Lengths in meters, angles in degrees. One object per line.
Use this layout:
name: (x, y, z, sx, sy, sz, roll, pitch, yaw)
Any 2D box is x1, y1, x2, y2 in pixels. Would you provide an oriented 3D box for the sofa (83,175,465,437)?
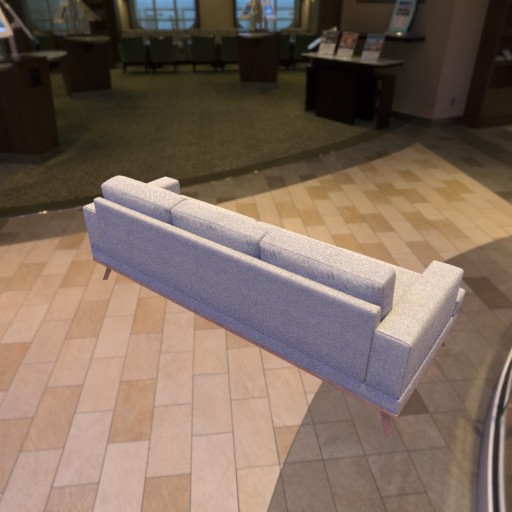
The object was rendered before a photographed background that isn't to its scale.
sofa: (0.000, 0.000, 2.793, 2.310, 0.810, 0.920, 21, 36, 32)
